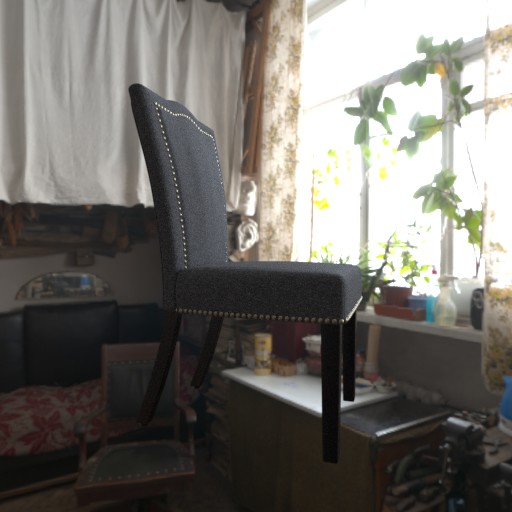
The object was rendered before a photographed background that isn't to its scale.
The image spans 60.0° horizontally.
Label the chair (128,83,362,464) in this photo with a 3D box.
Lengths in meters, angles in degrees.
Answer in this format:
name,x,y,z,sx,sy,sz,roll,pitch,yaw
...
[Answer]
name,x,y,z,sx,sy,sz,roll,pitch,yaw
chair,0.000,0.000,1.315,0.589,0.946,0.518,0,1,17
